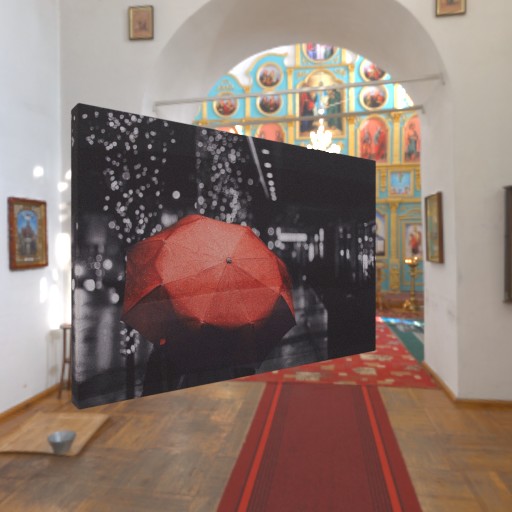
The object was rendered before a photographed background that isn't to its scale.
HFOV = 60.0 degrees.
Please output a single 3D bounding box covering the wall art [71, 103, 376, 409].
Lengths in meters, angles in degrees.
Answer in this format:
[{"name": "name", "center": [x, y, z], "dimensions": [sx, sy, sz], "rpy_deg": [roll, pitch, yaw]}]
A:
[{"name": "wall art", "center": [0.000, 0.000, 0.779], "dimensions": [0.609, 0.406, 0.037], "rpy_deg": [0, 0, -36]}]
